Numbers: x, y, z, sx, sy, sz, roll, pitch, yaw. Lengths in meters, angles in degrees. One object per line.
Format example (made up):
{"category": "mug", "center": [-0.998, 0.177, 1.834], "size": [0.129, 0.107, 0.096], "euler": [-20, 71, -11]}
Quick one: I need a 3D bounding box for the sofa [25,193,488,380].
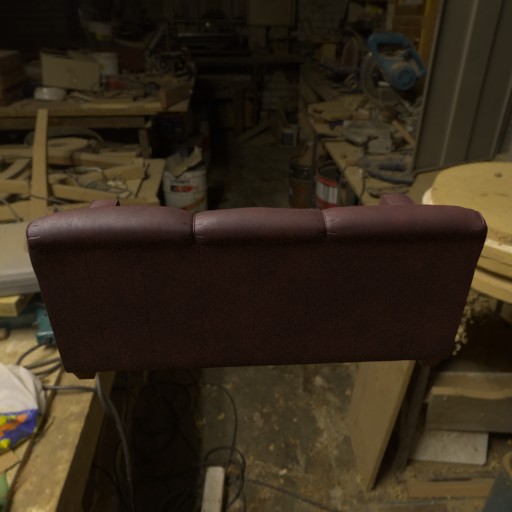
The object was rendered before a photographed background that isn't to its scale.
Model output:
{"category": "sofa", "center": [0.000, 0.000, 2.512], "size": [2.039, 0.953, 1.008], "euler": [-2, 30, -3]}
